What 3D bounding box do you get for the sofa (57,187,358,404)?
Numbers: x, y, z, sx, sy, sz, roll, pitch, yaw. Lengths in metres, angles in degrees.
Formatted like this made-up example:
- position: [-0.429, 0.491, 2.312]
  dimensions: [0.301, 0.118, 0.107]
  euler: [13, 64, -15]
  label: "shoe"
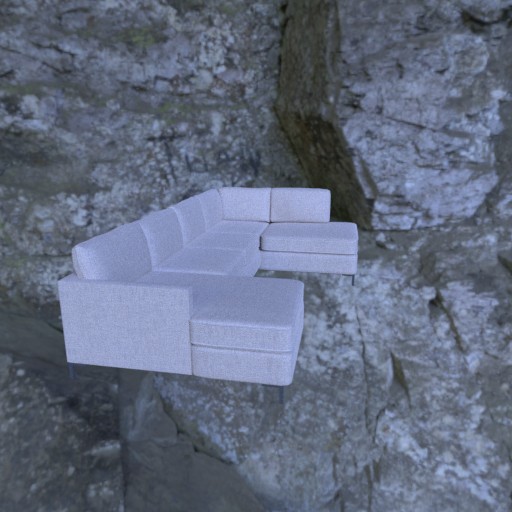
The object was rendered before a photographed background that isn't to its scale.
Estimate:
- position: [0.000, 0.000, 4.367]
  dimensions: [2.021, 0.996, 3.423]
  euler: [3, 16, 10]
  label: "sofa"
